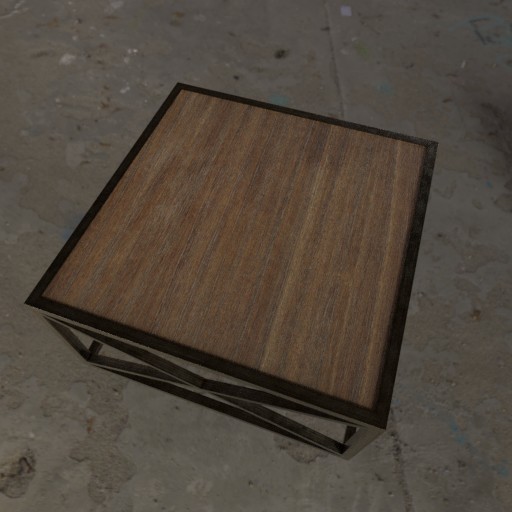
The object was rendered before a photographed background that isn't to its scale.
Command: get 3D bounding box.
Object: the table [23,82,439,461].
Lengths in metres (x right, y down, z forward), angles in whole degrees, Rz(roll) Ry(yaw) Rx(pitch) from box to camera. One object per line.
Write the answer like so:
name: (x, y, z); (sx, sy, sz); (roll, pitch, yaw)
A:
table: (0.000, 0.000, 1.432); (0.899, 0.451, 0.909); (16, 59, 10)
